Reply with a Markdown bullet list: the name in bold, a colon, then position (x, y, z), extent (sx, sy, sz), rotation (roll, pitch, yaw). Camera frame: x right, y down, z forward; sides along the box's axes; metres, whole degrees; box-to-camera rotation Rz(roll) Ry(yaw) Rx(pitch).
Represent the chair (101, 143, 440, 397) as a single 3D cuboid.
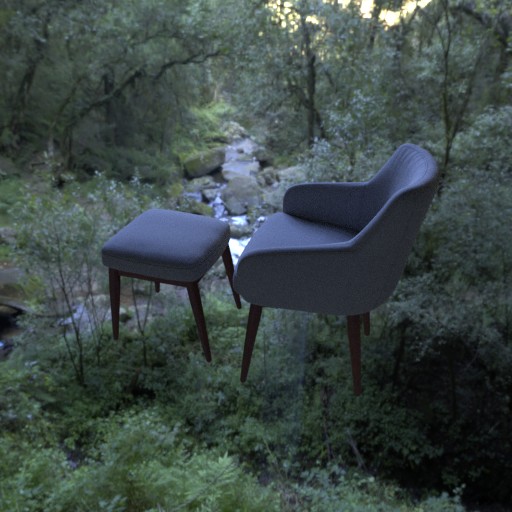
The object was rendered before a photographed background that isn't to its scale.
- **chair**: position (0.000, 0.000, 1.606), extent (1.107, 0.799, 0.584), rotation (9, 32, 15)
